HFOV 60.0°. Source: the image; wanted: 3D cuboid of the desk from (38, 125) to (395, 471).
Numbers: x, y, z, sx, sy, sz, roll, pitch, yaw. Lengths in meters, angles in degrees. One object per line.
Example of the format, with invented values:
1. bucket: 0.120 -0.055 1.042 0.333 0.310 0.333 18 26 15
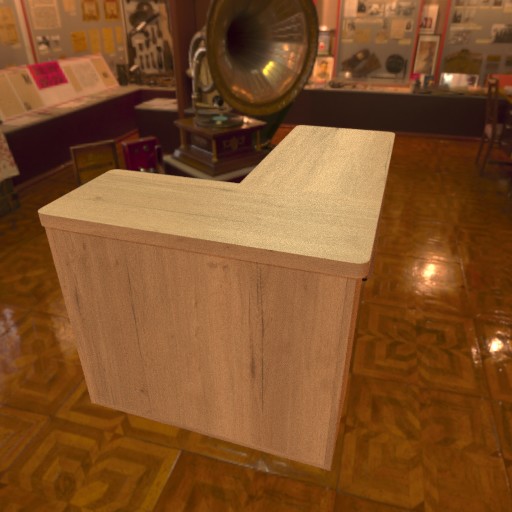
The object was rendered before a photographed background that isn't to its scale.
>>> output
1. desk: 0.000 0.000 1.762 0.900 0.760 1.169 9 31 15
